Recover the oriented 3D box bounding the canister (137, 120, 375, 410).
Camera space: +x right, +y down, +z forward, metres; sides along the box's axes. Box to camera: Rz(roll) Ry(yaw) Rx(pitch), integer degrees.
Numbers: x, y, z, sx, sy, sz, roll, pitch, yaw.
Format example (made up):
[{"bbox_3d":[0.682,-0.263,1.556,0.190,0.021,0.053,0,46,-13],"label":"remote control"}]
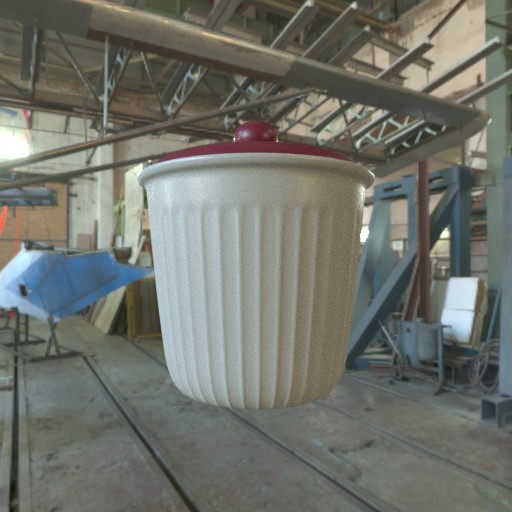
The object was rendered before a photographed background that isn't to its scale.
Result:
[{"bbox_3d":[0.000,0.000,0.348,0.181,0.211,0.181,0,-1,0],"label":"canister"}]
